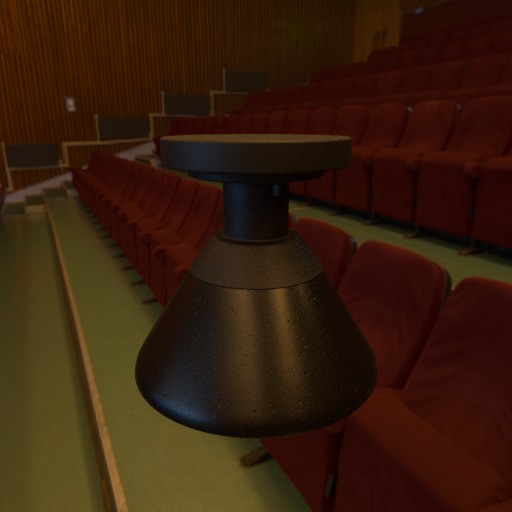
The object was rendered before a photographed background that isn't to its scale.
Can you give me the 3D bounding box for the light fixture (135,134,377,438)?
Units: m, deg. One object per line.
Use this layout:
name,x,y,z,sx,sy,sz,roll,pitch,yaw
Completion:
light fixture,0.000,0.000,0.353,0.200,0.183,0.200,0,17,0
